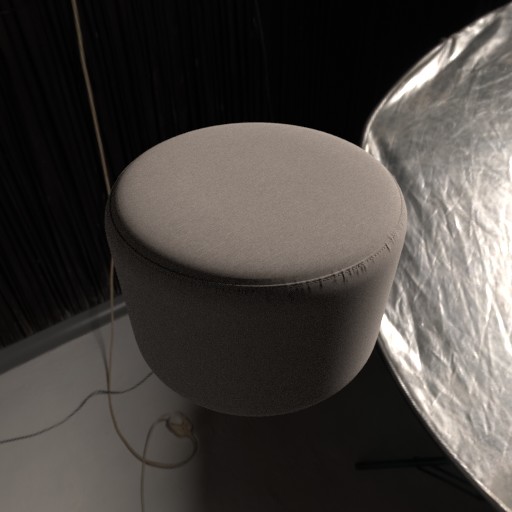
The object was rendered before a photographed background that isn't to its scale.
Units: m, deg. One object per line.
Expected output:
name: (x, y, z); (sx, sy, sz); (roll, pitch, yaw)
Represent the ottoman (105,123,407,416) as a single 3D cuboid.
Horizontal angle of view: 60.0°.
ottoman: (0.000, 0.000, 1.017); (0.608, 0.433, 0.608); (0, 41, 0)
